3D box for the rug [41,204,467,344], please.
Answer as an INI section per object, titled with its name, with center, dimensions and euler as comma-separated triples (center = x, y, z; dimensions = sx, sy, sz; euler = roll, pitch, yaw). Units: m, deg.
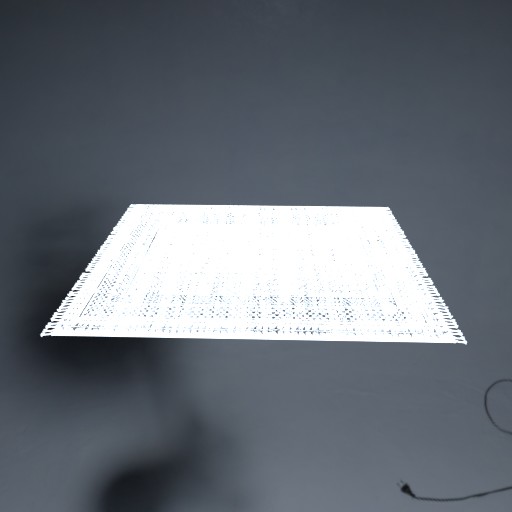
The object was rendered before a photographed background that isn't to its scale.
[rug]
center = 0.000, 0.000, 4.015
dimensions = 2.940, 0.013, 2.312
euler = 1, 30, 1
